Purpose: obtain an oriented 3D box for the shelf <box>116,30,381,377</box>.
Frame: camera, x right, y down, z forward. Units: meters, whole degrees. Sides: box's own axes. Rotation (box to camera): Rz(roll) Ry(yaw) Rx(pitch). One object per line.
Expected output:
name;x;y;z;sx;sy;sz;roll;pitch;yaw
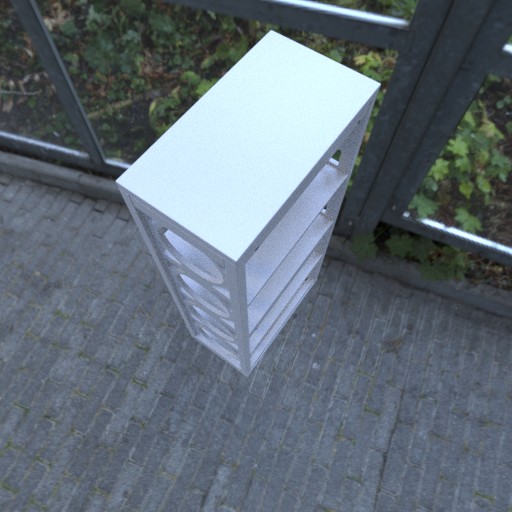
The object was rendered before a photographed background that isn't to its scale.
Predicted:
shelf;0.000;0.000;1.693;0.340;1.411;0.611;33;69;14
